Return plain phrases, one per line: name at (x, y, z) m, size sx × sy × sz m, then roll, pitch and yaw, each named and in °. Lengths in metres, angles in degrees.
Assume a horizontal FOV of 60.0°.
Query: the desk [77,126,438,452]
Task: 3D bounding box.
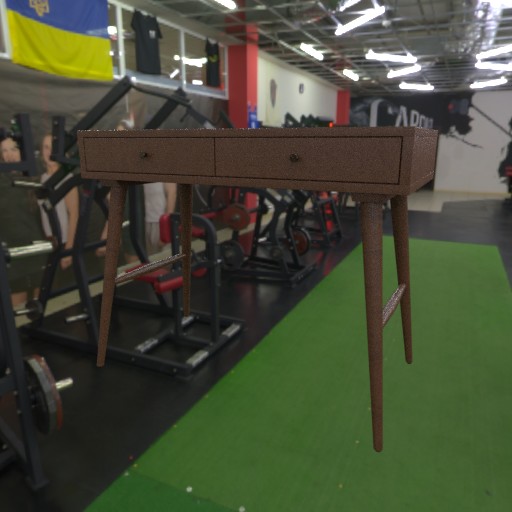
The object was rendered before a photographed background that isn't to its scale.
desk at (0.000, 0.000, 1.391) m, size 0.949 × 0.758 × 0.510 m, roll 7°, pitch 16°, yaw 26°
